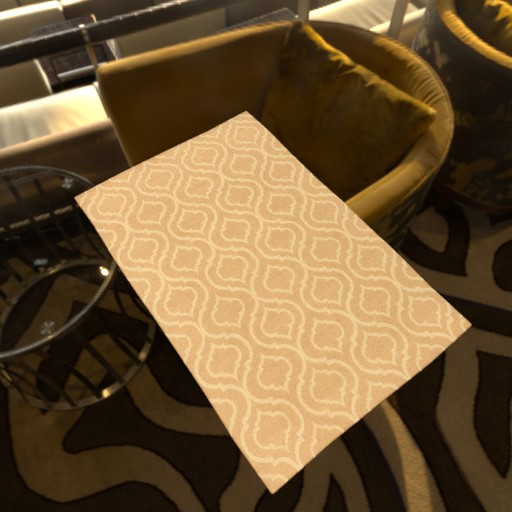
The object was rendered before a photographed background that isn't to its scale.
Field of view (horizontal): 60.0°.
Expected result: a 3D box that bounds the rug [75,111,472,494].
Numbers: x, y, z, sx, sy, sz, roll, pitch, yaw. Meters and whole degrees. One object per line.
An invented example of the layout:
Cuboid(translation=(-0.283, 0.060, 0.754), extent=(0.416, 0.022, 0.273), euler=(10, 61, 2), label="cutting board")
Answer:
Cuboid(translation=(0.000, 0.000, 2.189), extent=(1.152, 0.013, 1.761), euler=(-32, 64, -18), label="rug")
